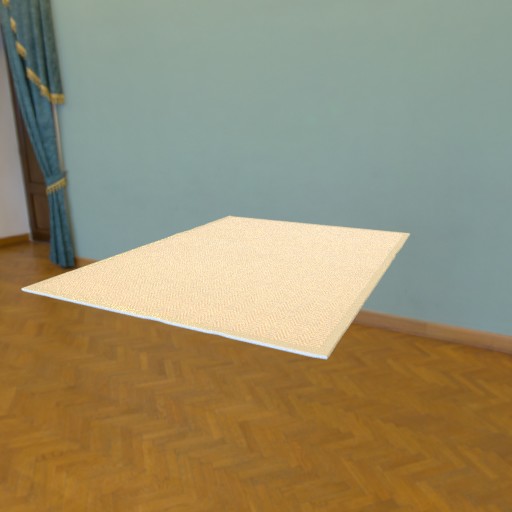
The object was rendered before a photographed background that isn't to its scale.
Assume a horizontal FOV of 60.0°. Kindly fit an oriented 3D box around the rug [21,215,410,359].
[{"bbox_3d":[0.000,0.000,4.817,2.734,0.037,3.659,8,18,25],"label":"rug"}]
